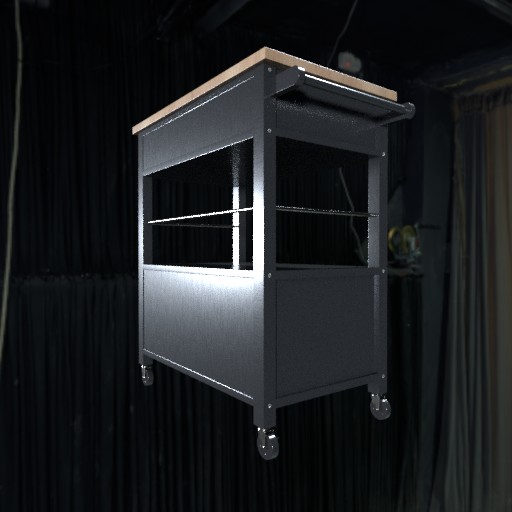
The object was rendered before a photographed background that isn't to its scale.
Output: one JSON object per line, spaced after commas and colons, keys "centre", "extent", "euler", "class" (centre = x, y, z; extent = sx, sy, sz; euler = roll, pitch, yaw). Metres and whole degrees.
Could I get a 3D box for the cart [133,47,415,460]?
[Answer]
{"centre": [0.000, 0.000, 1.361], "extent": [0.459, 0.901, 0.840], "euler": [0, 1, -36], "class": "cart"}
